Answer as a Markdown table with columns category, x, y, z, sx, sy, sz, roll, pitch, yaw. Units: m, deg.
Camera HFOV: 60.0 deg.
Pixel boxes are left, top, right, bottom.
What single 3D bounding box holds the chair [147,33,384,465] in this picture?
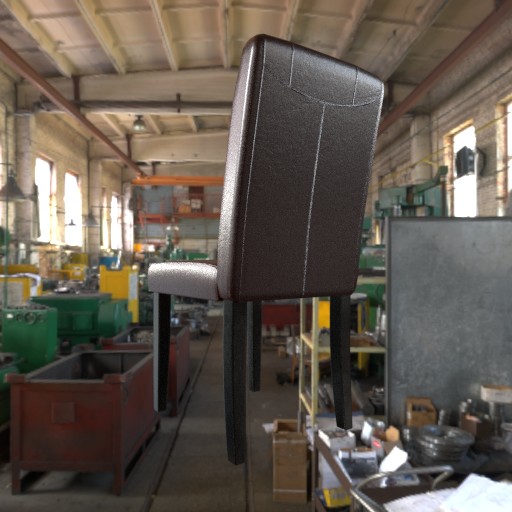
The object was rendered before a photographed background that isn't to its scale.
| category | x | y | z | sx | sy | sz | roll | pitch | yaw |
| --- | --- | --- | --- | --- | --- | --- | --- | --- | --- |
| chair | 0.000 | 0.000 | 1.197 | 0.399 | 0.897 | 0.556 | 0 | -1 | -36 |
